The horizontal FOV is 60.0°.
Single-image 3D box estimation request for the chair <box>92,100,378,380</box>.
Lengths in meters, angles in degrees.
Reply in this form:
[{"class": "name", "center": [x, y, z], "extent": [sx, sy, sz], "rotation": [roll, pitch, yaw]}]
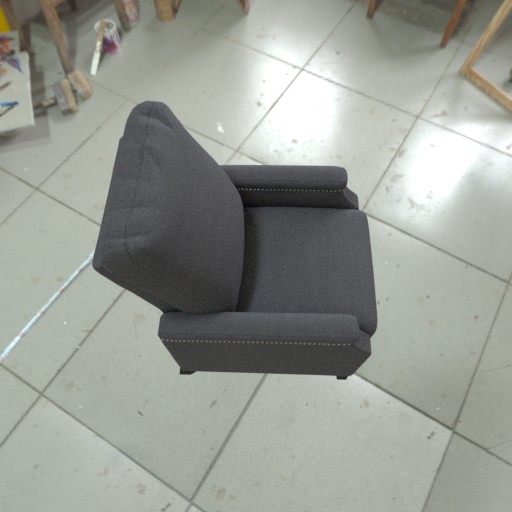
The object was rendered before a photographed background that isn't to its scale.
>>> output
[{"class": "chair", "center": [0.000, 0.000, 1.683], "extent": [0.922, 1.049, 0.710], "rotation": [2, 63, 1]}]
